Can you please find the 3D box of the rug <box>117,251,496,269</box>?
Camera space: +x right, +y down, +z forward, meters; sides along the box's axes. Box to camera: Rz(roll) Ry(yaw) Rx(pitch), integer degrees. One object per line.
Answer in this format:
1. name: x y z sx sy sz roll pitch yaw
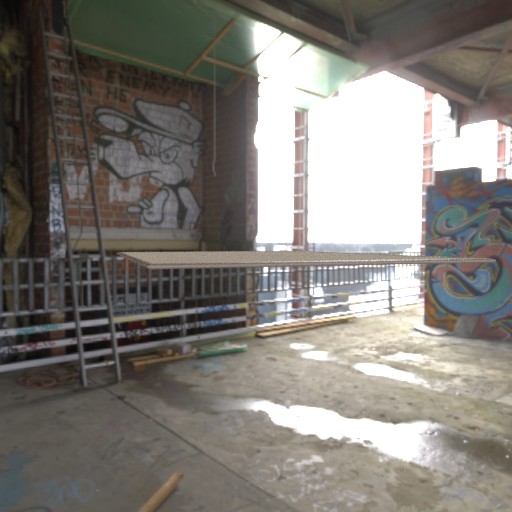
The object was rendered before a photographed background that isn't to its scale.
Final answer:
1. rug: 0.000 0.000 2.684 1.525 0.020 2.081 -1 2 -20
